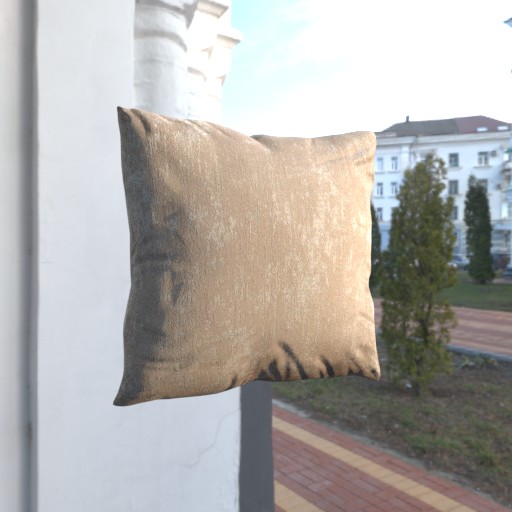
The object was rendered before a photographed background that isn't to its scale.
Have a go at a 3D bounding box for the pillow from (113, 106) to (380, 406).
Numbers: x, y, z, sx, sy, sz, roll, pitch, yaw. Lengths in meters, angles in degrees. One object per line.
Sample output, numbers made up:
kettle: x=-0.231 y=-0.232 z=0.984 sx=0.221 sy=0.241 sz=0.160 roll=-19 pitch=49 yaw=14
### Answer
pillow: x=0.000 y=0.000 z=0.733 sx=0.450 sy=0.448 sz=0.245 roll=0 pitch=0 yaw=-17
